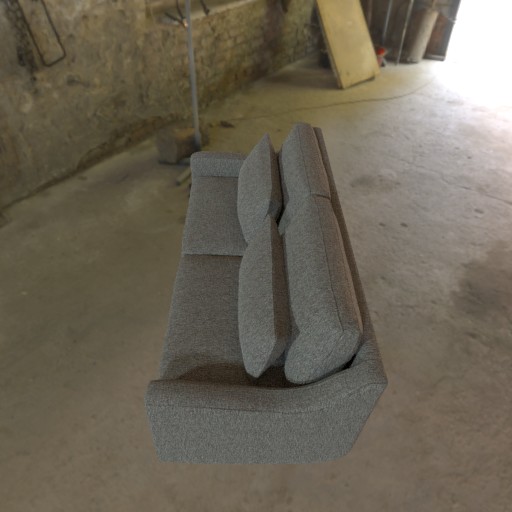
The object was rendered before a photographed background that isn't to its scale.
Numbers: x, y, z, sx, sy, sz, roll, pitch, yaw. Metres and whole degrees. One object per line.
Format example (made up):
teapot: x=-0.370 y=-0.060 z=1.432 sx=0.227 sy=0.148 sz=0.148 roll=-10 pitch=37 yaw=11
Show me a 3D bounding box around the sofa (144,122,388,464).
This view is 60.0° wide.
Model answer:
sofa: x=0.000 y=0.000 z=2.978 sx=1.103 sy=0.998 sz=2.418 roll=0 pitch=42 yaw=0
